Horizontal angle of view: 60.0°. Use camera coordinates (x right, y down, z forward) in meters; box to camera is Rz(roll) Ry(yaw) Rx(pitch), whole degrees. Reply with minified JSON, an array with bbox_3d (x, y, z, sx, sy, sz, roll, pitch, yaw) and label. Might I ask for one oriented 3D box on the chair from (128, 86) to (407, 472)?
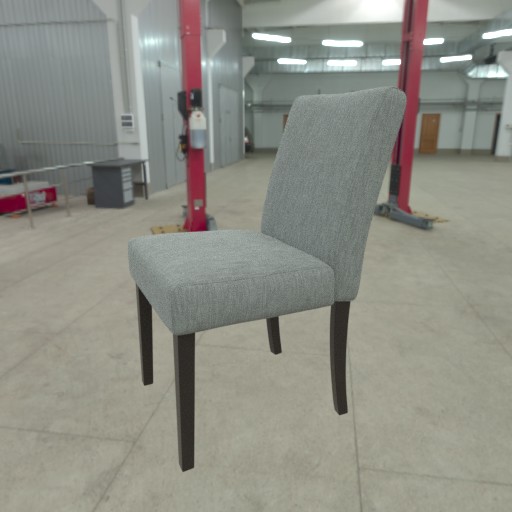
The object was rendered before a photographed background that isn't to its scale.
[{"bbox_3d":[0.000,0.000,1.245,0.629,0.884,0.487,-8,18,-25],"label":"chair"}]
